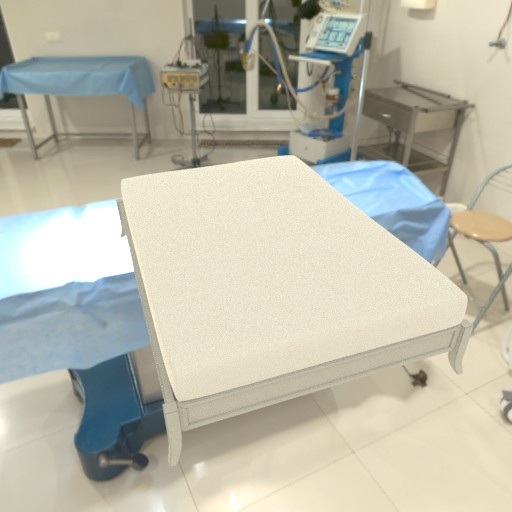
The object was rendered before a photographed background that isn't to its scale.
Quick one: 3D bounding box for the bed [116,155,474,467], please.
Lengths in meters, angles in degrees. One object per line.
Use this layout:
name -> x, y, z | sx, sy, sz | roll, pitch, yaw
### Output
bed -> 0.000, 0.000, 2.638 | 1.460, 0.510, 1.985 | -11, 34, -17
